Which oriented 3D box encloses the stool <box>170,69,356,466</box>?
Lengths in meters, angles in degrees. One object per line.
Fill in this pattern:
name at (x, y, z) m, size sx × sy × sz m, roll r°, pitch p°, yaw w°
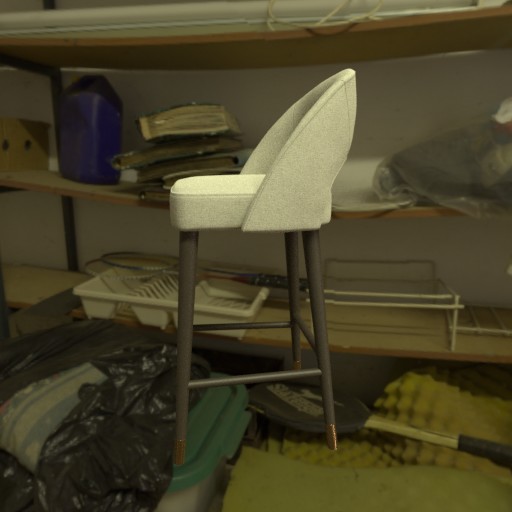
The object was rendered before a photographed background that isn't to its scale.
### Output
stool at (0.000, 0.000, 1.322) m, size 0.509 × 1.037 × 0.494 m, roll -2°, pitch 13°, yaw -8°
